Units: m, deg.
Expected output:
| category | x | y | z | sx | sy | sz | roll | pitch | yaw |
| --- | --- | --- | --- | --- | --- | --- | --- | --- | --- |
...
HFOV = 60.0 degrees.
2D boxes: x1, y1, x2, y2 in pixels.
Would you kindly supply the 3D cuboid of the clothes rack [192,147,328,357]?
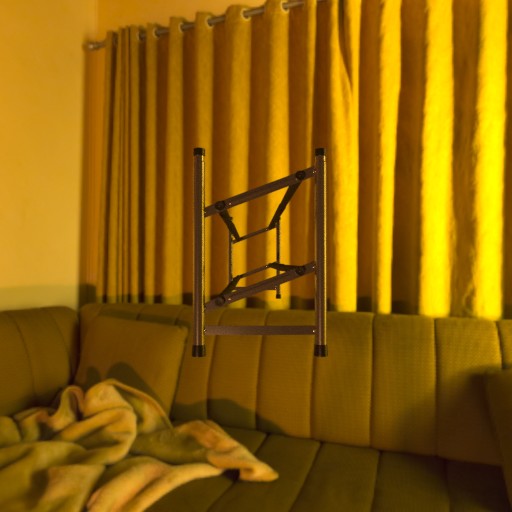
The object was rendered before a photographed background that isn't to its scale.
| category | x | y | z | sx | sy | sz | roll | pitch | yaw |
| --- | --- | --- | --- | --- | --- | --- | --- | --- | --- |
| clothes rack | 0.000 | 0.000 | 1.317 | 0.229 | 0.349 | 1.168 | 0 | -1 | -1 |
